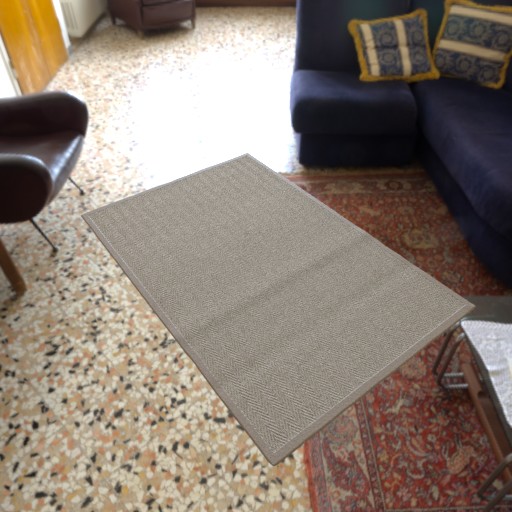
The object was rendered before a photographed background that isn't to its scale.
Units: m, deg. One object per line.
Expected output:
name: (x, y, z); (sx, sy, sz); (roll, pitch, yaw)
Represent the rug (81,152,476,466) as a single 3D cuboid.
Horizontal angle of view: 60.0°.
rug: (0.000, 0.000, 2.957); (1.540, 0.021, 2.290); (-27, 49, -26)
